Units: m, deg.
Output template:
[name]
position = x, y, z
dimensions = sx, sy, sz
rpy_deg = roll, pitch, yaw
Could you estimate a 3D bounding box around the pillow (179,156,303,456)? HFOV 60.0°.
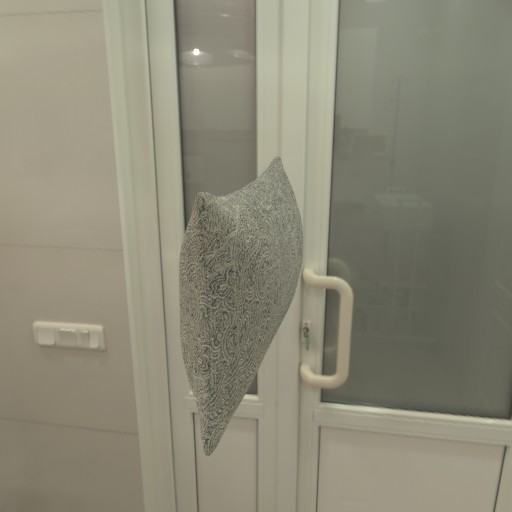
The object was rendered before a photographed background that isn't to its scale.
[pillow]
position = 0.000, 0.000, 0.744
dimensions = 0.151, 0.295, 0.615
rpy_deg = 3, 16, 9
